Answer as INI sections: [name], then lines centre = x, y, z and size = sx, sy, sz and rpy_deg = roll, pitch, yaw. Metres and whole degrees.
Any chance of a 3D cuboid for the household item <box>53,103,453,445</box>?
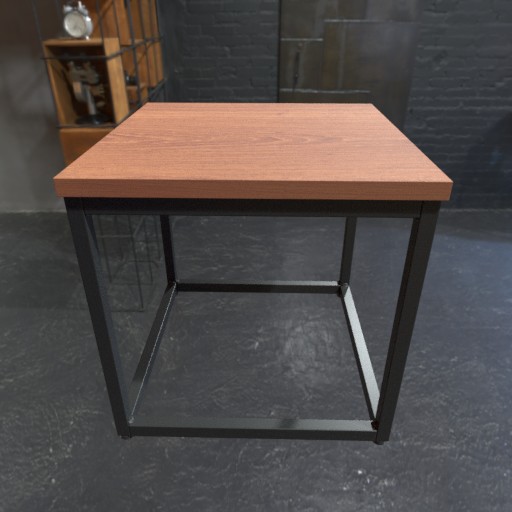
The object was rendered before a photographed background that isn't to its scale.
[household item]
centre = 0.000, 0.000, 0.715
size = 0.400, 0.400, 0.400
rpy_deg = 1, 29, 1
